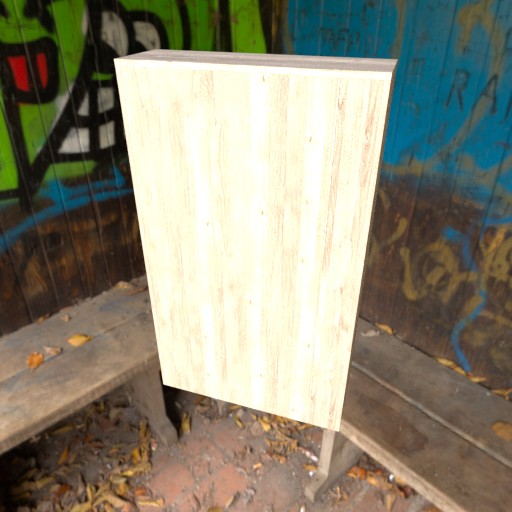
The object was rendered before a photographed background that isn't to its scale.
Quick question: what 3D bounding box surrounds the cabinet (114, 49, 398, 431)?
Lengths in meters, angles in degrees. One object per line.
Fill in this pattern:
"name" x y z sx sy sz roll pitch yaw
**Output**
"cabinet" 0.000 0.000 1.563 0.750 1.280 0.250 10 32 16
